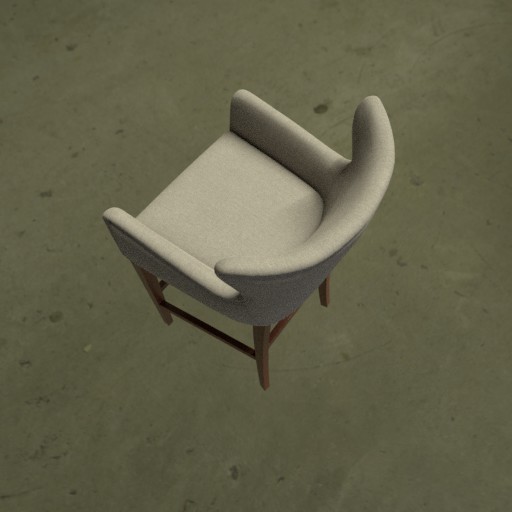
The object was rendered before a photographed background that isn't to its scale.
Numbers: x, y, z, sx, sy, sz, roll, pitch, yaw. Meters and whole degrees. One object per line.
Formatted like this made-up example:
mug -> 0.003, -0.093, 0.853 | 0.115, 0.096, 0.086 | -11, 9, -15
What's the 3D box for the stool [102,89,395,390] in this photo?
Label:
stool -> 0.000, 0.000, 1.406 | 0.575, 1.047, 0.575 | 34, 67, 16
